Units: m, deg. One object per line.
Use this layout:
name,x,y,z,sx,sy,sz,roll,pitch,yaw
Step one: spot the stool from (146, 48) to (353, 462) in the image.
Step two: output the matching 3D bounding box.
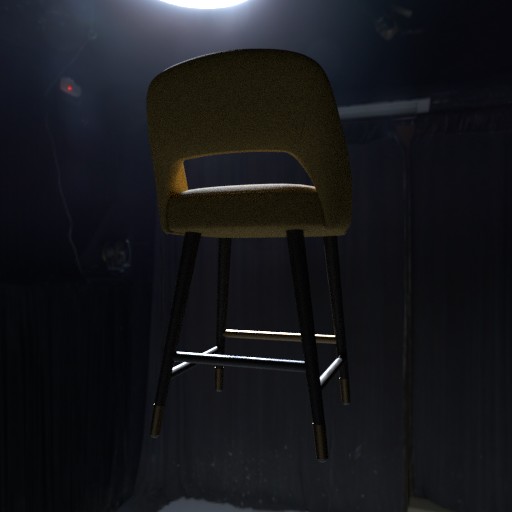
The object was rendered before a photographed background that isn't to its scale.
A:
stool,0.000,0.000,1.246,0.536,0.939,0.522,0,0,19
